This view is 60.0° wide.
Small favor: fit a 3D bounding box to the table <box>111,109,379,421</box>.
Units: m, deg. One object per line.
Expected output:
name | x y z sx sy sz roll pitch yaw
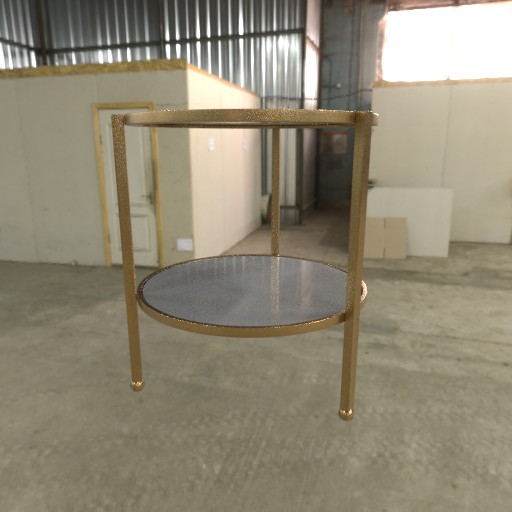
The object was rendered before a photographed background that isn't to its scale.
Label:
table | 0.000 0.000 0.448 0.243 0.269 0.231 14 20 42
